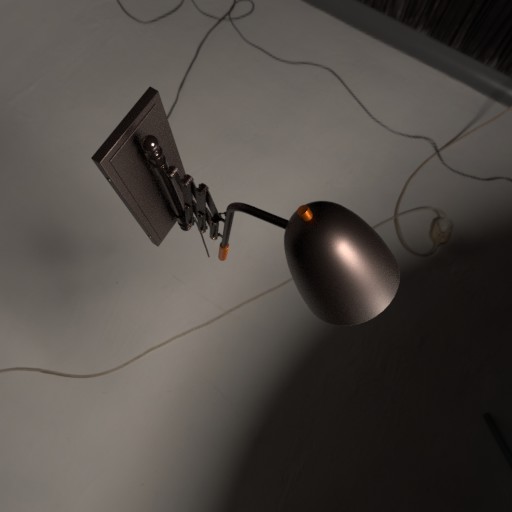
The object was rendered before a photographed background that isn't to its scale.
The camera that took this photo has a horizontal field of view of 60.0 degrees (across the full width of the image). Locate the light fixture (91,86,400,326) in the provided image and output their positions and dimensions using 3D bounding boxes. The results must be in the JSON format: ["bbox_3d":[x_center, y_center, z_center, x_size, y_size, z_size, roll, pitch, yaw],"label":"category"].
[{"bbox_3d":[0.000,0.000,0.940,0.499,0.715,0.162,31,76,9],"label":"light fixture"}]
